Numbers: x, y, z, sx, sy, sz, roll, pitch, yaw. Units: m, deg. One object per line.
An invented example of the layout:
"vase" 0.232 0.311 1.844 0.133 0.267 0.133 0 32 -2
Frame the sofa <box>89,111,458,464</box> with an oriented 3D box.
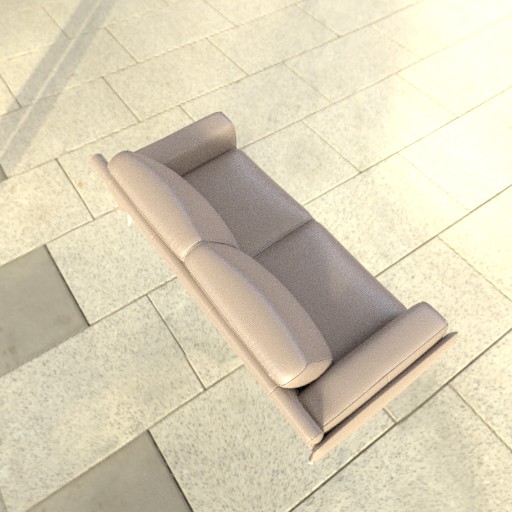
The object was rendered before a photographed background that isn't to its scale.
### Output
"sofa" 0.000 0.000 2.575 1.049 0.930 2.101 -33 63 -19
